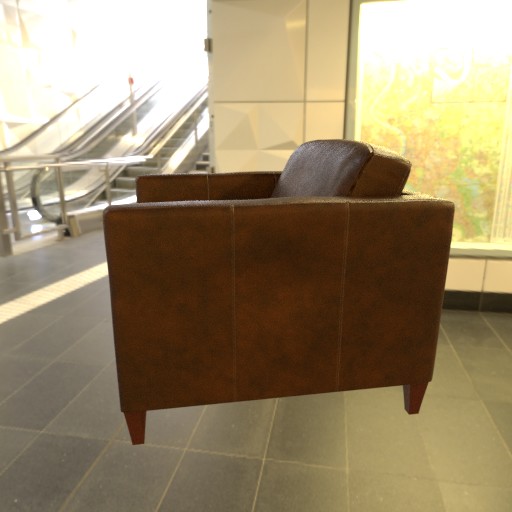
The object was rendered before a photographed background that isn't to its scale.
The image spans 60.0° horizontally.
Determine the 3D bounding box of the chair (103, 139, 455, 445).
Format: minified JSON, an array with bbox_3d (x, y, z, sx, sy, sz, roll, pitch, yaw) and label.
[{"bbox_3d":[0.000,0.000,1.695,0.975,0.864,0.990,-3,16,-9],"label":"chair"}]
